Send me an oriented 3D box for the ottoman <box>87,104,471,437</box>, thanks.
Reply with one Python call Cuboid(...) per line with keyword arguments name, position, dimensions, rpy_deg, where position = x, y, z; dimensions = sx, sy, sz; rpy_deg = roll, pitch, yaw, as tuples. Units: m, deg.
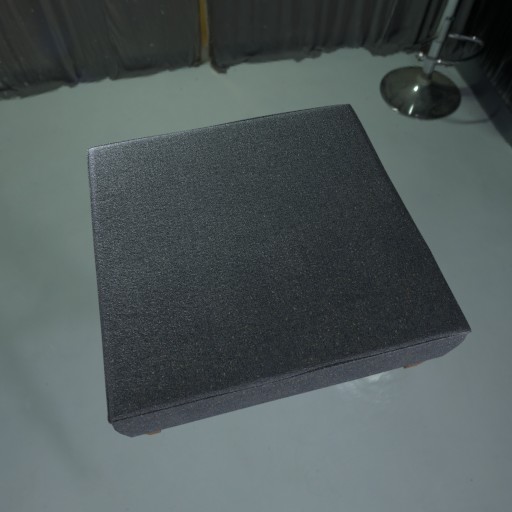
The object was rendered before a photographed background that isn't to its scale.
Cuboid(name="ottoman", position=(0.000, 0.000, 1.536), dimensions=(1.004, 0.382, 0.968), rpy_deg=(-12, 60, -7))
